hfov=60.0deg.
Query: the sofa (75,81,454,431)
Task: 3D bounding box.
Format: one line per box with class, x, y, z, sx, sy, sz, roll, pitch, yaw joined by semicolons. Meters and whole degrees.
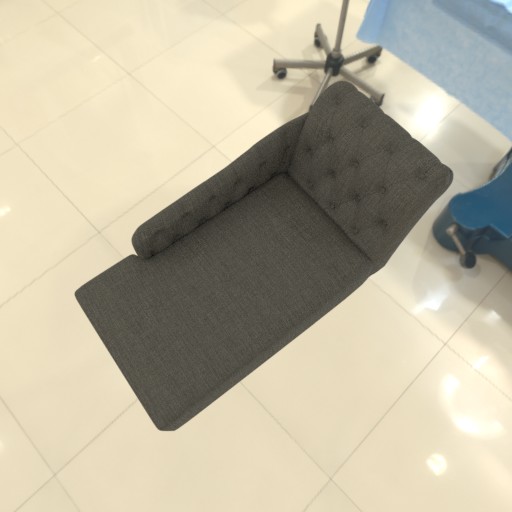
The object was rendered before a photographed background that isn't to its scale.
sofa;0.000;0.000;1.847;1.379;0.787;0.675;-35;69;-15
